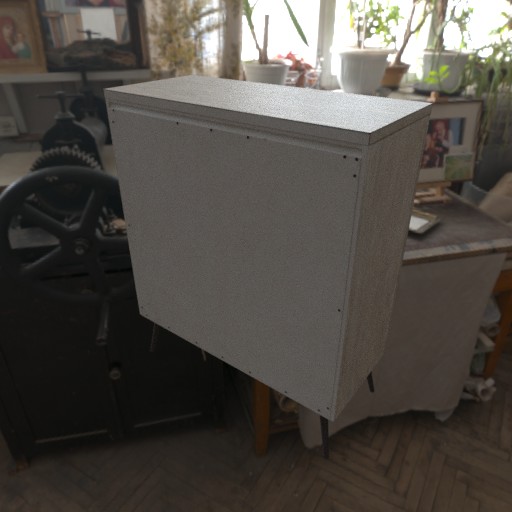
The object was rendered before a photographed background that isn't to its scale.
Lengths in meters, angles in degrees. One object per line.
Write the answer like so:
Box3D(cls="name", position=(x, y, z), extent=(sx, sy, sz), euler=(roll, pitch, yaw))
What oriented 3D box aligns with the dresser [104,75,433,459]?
Box3D(cls="dresser", position=(0.000, 0.000, 1.763), extent=(1.016, 1.219, 0.457), euler=(21, 36, 32))
